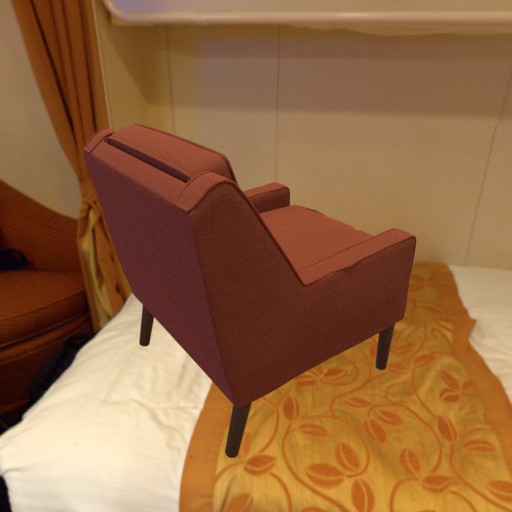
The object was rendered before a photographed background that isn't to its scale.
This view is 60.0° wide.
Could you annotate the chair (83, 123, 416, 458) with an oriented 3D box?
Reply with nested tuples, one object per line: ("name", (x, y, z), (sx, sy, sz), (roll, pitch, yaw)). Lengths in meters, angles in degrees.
("chair", (0.000, 0.000, 1.397), (0.770, 0.812, 0.680), (-18, 31, -32))
